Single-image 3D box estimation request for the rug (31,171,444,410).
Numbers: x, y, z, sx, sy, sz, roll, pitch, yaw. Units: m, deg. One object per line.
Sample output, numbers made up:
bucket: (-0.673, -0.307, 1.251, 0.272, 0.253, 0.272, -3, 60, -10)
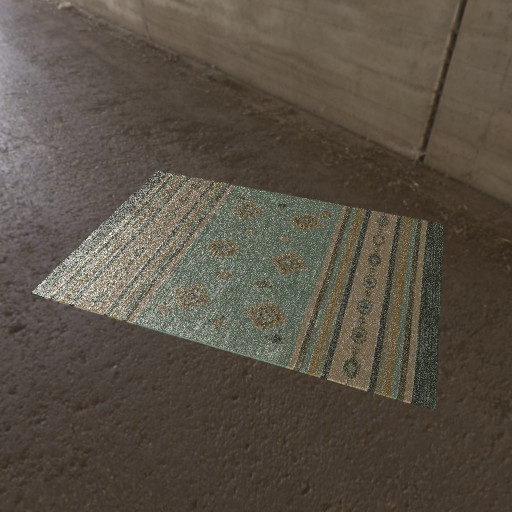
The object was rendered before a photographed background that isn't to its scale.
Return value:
rug: (0.000, 0.000, 2.283, 1.811, 0.010, 1.212, 13, 42, 15)
